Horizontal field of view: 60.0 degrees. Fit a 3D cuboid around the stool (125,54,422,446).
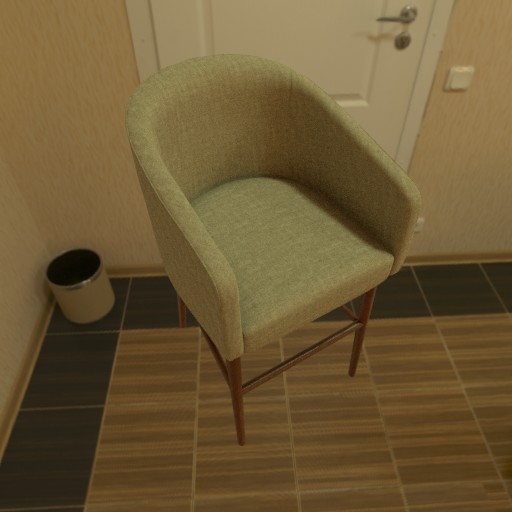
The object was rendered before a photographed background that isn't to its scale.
[{"bbox_3d":[0.000,0.000,1.319,0.559,0.952,0.635,-24,49,-22],"label":"stool"}]
